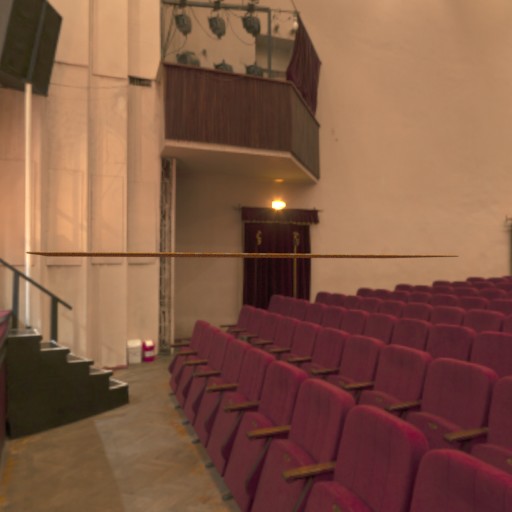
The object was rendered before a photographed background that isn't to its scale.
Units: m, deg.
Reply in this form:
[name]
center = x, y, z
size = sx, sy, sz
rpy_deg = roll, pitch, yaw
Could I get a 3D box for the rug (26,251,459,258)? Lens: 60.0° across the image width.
[rug]
center = 0.000, 0.000, 2.741
size = 2.438, 0.010, 0.775
rpy_deg = 0, -1, -19
